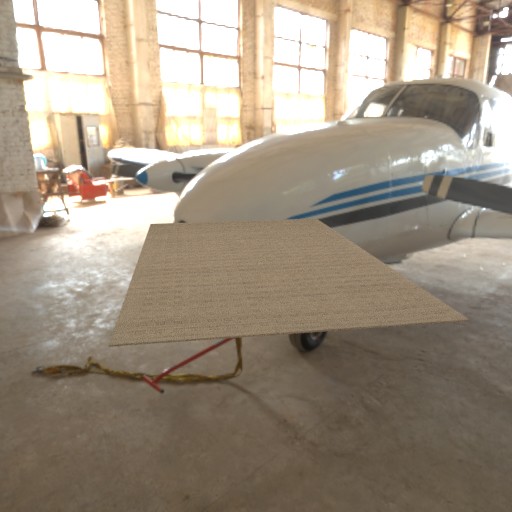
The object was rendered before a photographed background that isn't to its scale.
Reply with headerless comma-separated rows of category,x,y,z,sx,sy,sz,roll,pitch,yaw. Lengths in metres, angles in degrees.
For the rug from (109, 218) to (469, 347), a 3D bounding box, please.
rug,0.000,0.000,2.202,1.142,0.006,1.752,-2,16,-9
